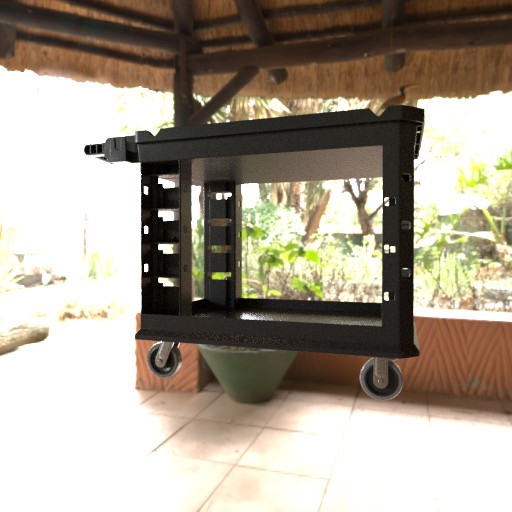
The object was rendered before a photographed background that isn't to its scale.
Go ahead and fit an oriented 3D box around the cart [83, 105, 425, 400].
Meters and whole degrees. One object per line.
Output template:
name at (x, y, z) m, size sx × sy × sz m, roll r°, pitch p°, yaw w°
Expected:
cart at (0.000, 0.000, 1.775) m, size 1.239 × 0.884 × 0.674 m, roll 0°, pitch 1°, yaw 18°
